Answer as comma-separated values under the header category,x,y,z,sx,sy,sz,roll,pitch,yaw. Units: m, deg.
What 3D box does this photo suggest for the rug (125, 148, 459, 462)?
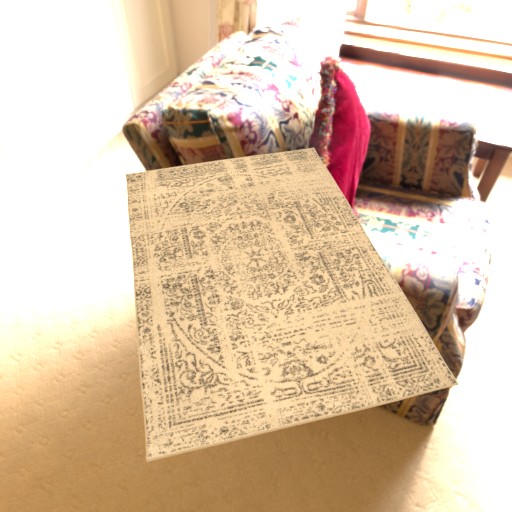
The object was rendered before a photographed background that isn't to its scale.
category,x,y,z,sx,sy,sz,roll,pitch,yaw
rug,0.000,0.000,3.106,1.706,0.026,2.438,-10,47,-10
